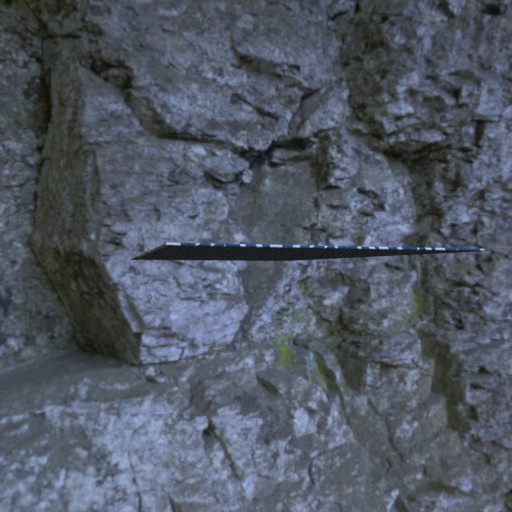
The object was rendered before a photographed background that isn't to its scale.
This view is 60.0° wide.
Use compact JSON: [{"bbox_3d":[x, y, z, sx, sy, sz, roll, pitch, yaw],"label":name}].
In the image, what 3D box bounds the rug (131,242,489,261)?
[{"bbox_3d":[0.000,0.000,3.010,1.517,0.011,2.435,1,-2,-19],"label":"rug"}]
